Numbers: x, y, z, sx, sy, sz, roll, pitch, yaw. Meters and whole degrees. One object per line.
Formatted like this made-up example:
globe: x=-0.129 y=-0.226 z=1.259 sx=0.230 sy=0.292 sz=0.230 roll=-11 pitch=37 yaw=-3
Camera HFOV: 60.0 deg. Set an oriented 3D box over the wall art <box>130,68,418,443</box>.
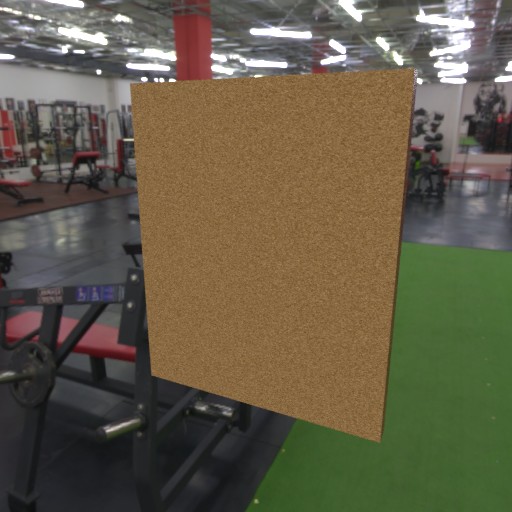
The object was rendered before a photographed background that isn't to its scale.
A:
wall art: x=0.000 y=0.000 z=0.757 sx=0.467 sy=0.567 sz=0.033 roll=8 pitch=18 yaw=25
